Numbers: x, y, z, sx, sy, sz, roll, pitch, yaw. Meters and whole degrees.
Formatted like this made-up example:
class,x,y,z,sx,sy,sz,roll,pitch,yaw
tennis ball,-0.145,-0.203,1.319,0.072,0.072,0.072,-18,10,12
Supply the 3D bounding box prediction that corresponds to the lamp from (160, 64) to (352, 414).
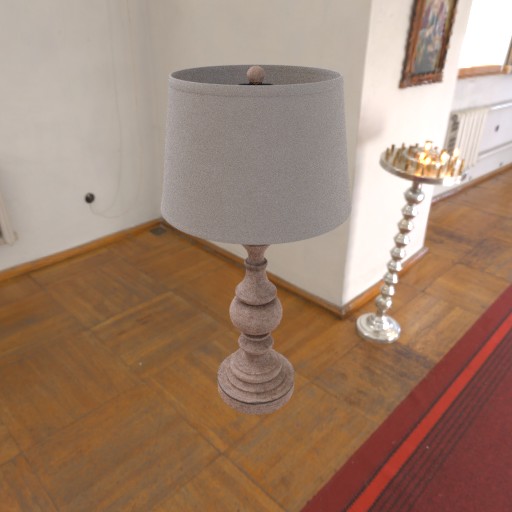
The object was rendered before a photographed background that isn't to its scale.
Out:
class,x,y,z,sx,sy,sz,roll,pitch,yaw
lamp,0.000,0.000,0.857,0.340,0.678,0.340,0,29,0
